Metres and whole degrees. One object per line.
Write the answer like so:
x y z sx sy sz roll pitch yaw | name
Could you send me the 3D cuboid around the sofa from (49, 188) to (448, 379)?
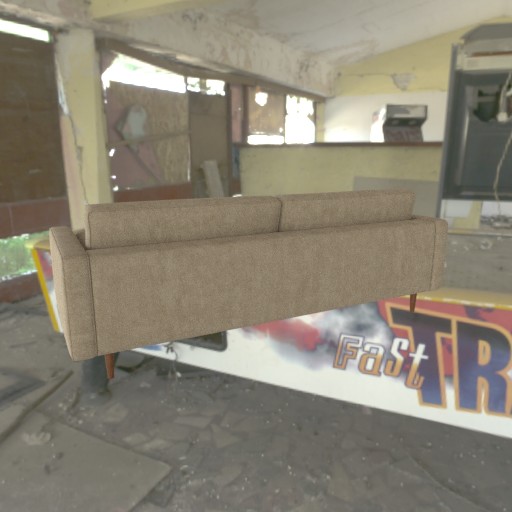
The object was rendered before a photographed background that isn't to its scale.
0.000 0.000 2.644 2.200 0.770 0.919 -7 15 -26 | sofa
